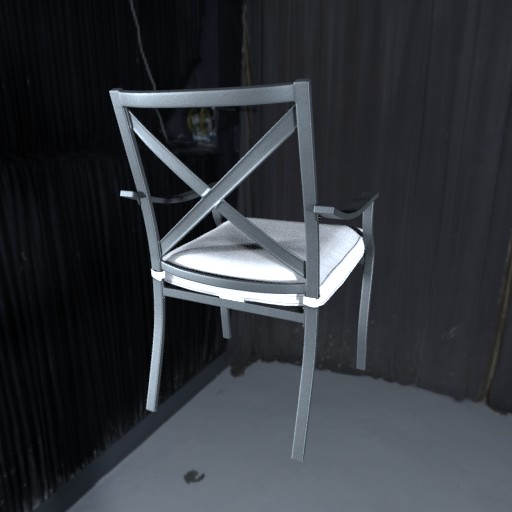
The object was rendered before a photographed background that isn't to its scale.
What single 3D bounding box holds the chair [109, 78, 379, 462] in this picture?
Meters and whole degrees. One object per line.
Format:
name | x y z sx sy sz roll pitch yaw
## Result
chair | 0.000 0.000 1.283 0.575 0.889 0.620 8 18 25
